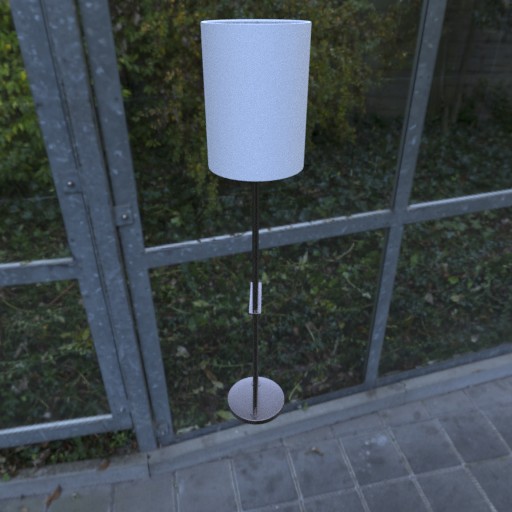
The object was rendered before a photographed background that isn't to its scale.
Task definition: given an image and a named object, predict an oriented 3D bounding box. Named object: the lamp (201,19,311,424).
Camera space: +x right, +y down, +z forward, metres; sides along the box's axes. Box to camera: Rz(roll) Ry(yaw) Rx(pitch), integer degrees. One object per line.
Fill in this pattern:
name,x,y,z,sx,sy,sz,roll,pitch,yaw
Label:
lamp,0.000,0.000,1.603,0.305,1.500,0.306,1,30,1
